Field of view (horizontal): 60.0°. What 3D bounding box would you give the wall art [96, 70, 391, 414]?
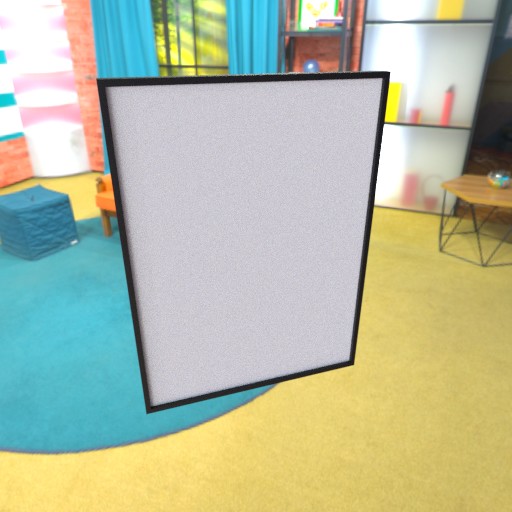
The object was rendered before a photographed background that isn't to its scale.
[{"bbox_3d":[0.000,0.000,1.407,0.802,1.070,0.036,-8,28,-16],"label":"wall art"}]
